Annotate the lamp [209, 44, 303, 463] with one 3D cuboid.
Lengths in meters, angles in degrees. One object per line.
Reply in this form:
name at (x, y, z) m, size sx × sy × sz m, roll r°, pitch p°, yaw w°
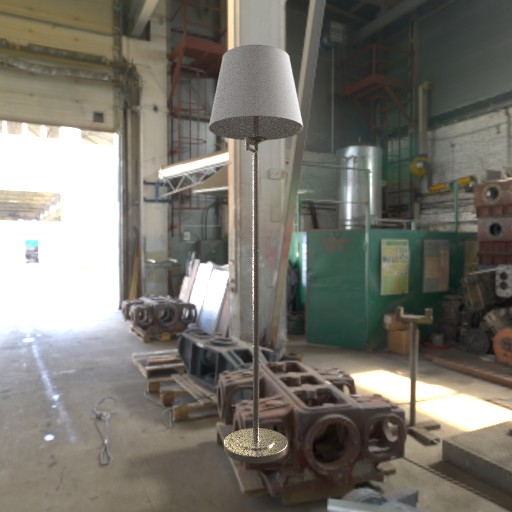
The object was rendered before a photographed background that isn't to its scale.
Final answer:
lamp at (0.000, 0.000, 1.681) m, size 0.355 × 1.473 × 0.355 m, roll 0°, pitch 2°, yaw 0°
